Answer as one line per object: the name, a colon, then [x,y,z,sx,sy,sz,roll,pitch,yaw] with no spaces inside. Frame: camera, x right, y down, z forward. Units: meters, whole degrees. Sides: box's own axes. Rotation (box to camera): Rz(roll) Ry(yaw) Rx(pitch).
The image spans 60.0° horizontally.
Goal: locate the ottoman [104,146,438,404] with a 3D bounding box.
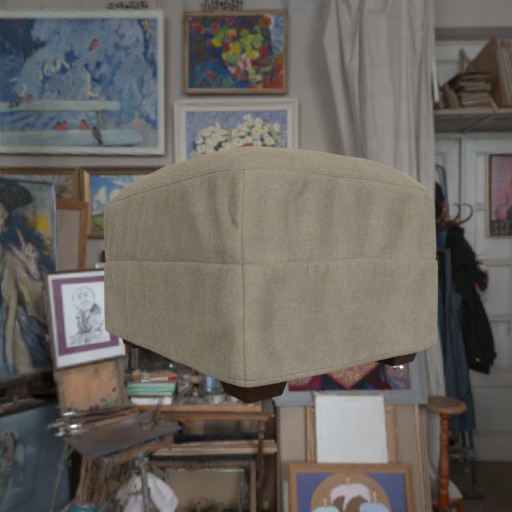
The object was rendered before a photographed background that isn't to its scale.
ottoman: [0.000,0.000,1.103,0.584,0.480,0.712,-1,1,-37]
